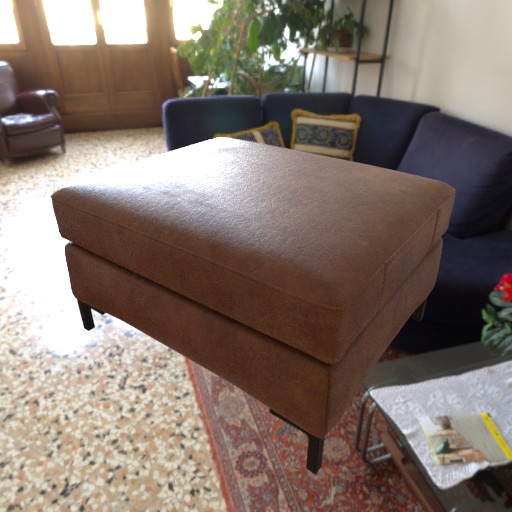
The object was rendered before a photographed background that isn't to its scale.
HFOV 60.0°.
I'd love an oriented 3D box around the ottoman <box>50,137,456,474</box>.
[{"bbox_3d":[0.000,0.000,1.753,1.186,0.667,0.965,20,35,31],"label":"ottoman"}]
